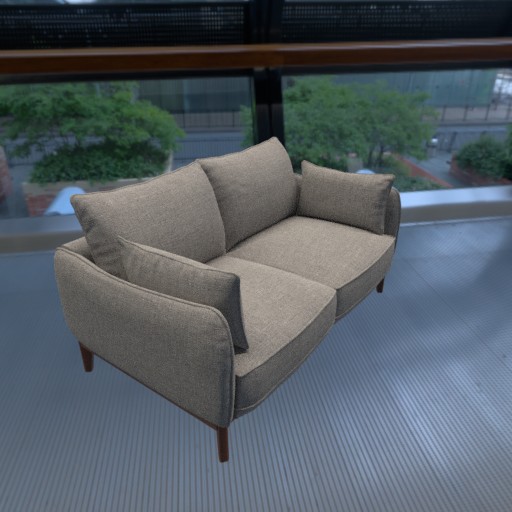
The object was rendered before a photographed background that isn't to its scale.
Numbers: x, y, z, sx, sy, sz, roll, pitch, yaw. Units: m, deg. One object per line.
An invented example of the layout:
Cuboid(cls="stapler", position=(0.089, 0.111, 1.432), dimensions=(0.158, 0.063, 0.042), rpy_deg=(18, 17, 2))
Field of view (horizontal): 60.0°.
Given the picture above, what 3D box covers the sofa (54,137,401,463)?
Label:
Cuboid(cls="sofa", position=(0.000, 0.000, 2.166), dimensions=(0.972, 0.851, 1.580), rpy_deg=(18, 32, 32))
